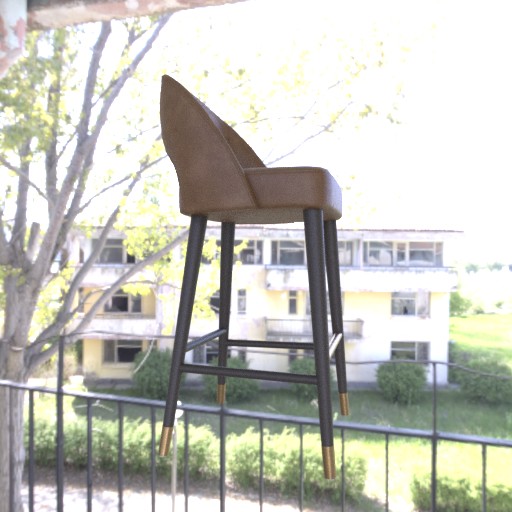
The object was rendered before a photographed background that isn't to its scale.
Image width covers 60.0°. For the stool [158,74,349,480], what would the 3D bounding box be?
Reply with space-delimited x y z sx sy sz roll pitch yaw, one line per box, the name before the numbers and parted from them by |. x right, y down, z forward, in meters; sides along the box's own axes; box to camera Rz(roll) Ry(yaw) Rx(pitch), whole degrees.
stool | 0.000 0.000 1.305 0.509 1.037 0.494 0 0 16
